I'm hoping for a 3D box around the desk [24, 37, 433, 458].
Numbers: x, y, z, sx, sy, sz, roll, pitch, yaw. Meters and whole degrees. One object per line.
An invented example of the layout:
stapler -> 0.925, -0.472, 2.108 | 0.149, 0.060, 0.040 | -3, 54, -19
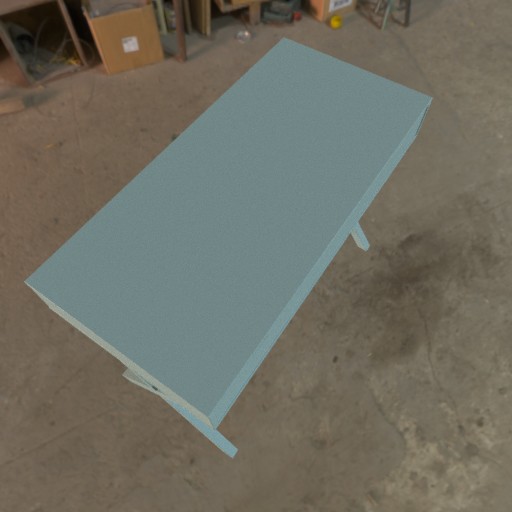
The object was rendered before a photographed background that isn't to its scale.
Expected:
desk -> 0.000, 0.000, 1.452 | 0.509, 0.780, 1.059 | 31, 64, 17
